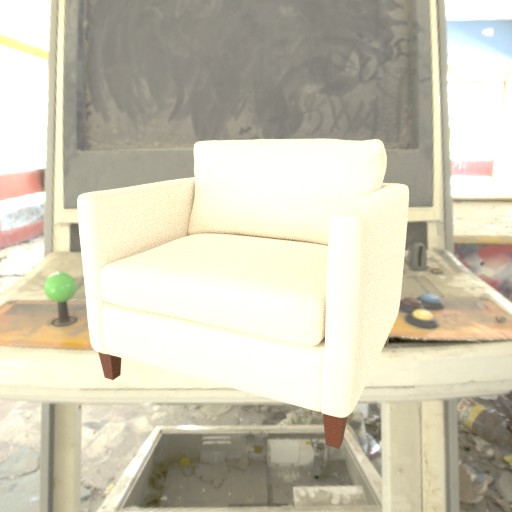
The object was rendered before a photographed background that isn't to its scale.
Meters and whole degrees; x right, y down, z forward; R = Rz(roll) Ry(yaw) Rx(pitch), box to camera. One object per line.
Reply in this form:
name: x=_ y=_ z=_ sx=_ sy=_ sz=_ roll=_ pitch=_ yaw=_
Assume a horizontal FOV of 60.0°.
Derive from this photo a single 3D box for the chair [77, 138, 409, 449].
chair: x=0.000 y=0.000 z=1.731 sx=1.019 sy=0.885 sz=0.878 roll=7 pitch=17 yaw=25
